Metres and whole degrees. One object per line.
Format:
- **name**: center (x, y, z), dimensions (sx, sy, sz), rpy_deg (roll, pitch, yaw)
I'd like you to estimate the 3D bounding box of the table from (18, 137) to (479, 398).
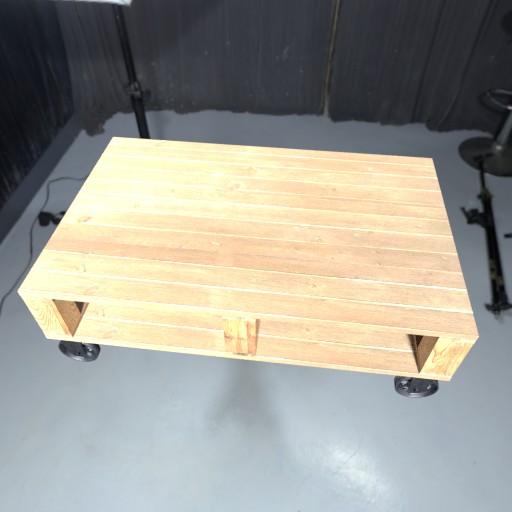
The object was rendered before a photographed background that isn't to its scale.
- **table**: center (0.000, 0.000, 1.668), dimensions (1.299, 0.413, 0.827), rpy_deg (5, 47, 5)
